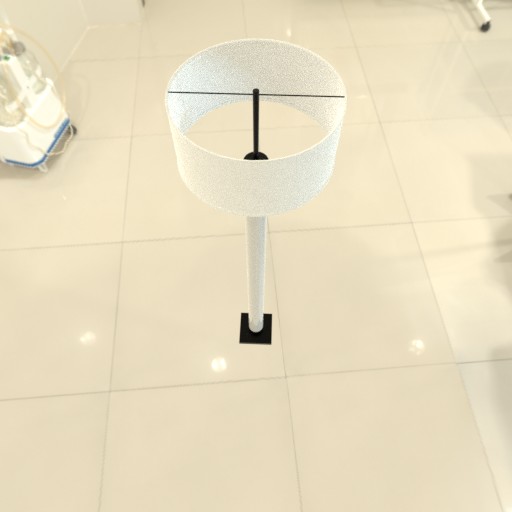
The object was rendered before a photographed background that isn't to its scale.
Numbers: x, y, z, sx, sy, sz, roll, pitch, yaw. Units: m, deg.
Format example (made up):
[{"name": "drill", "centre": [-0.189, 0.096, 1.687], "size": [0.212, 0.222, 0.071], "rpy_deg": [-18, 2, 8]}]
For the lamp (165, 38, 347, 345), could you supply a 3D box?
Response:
[{"name": "lamp", "centre": [0.000, 0.000, 1.645], "size": [0.420, 1.475, 0.420], "rpy_deg": [2, 59, 1]}]
